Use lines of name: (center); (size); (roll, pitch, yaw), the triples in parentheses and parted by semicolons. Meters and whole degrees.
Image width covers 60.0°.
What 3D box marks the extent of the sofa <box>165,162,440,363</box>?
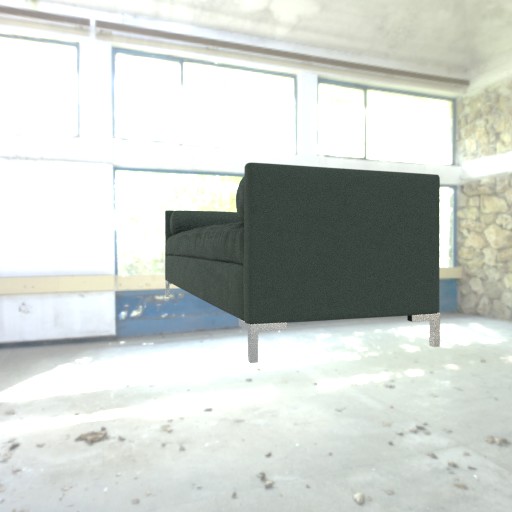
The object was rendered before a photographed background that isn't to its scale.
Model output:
sofa: (0.000, 0.000, 2.539); (0.797, 0.657, 2.102); (0, 1, -19)
